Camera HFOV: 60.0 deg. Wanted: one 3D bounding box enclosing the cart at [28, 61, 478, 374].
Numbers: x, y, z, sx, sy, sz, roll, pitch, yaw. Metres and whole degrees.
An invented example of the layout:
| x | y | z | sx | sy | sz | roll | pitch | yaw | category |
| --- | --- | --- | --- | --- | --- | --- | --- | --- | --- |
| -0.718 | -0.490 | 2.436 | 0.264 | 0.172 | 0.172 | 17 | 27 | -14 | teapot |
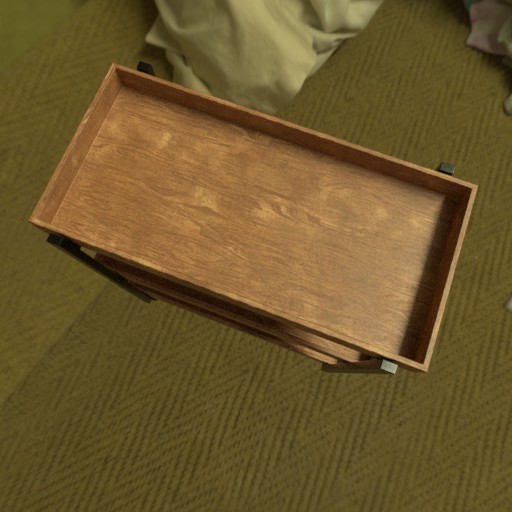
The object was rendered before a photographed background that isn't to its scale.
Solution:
| x | y | z | sx | sy | sz | roll | pitch | yaw | category |
| --- | --- | --- | --- | --- | --- | --- | --- | --- | --- |
| 0.000 | 0.000 | 1.201 | 0.750 | 0.800 | 0.411 | 20 | 76 | 5 | cart |
